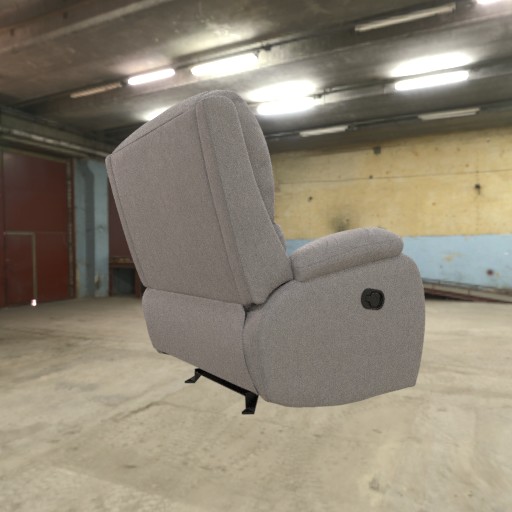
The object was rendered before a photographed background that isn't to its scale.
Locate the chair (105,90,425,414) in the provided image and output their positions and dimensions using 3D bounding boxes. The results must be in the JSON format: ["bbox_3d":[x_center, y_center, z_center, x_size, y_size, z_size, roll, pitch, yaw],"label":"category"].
[{"bbox_3d":[0.000,0.000,1.702,0.899,1.011,0.930,0,0,-35],"label":"chair"}]
